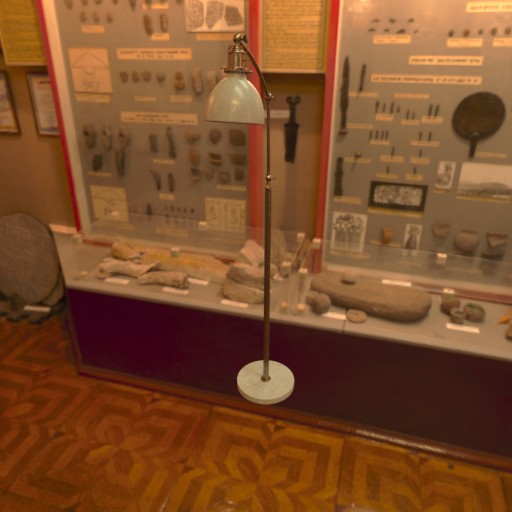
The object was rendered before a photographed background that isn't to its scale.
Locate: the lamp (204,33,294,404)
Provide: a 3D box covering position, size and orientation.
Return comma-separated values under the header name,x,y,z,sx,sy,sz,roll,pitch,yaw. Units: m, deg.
name,x,y,z,sx,sy,sz,roll,pitch,yaw
lamp,0.000,0.000,1.772,0.288,1.586,0.599,8,27,16
